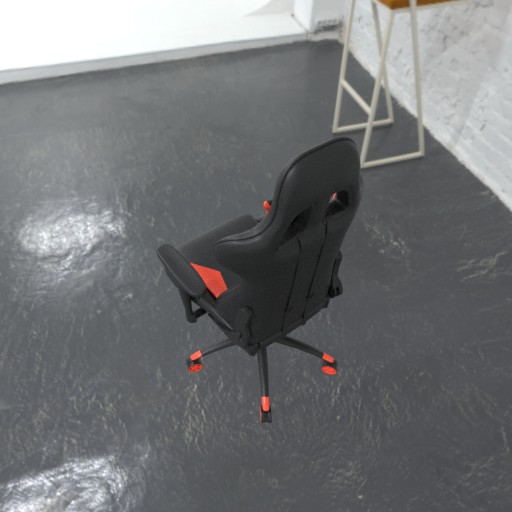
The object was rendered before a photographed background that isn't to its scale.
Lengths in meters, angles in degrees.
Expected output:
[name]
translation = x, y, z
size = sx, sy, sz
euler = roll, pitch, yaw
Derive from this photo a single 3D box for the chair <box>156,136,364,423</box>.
[chair]
translation = 0.000, 0.000, 1.735
size = 0.695, 1.282, 0.730
euler = -29, 53, -24
